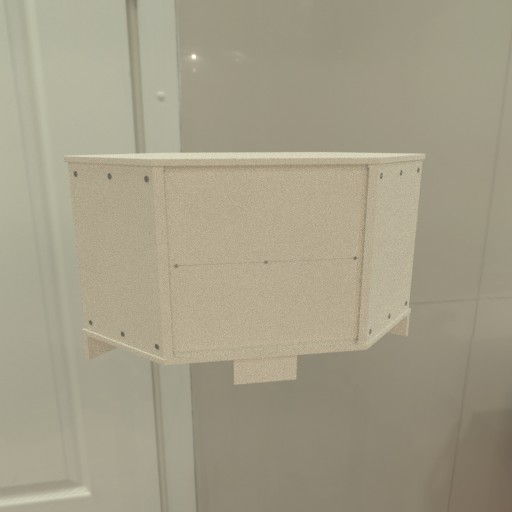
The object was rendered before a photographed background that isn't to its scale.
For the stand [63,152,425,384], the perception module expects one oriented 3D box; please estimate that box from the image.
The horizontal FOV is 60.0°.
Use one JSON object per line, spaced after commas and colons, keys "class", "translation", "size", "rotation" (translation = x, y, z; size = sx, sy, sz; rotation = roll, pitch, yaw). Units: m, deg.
{"class": "stand", "translation": [0.000, 0.000, 1.377], "size": [1.072, 0.614, 0.477], "rotation": [-2, 15, -9]}
